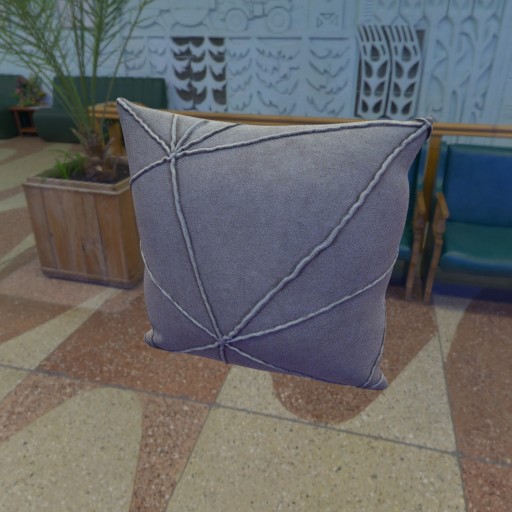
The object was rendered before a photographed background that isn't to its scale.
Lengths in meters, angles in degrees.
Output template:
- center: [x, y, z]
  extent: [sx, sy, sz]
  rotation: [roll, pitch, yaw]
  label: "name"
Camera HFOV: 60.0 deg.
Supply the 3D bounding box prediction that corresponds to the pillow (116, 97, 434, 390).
- center: [0.000, 0.000, 0.671]
  extent: [0.439, 0.440, 0.185]
  rotation: [8, 28, 15]
  label: "pillow"
